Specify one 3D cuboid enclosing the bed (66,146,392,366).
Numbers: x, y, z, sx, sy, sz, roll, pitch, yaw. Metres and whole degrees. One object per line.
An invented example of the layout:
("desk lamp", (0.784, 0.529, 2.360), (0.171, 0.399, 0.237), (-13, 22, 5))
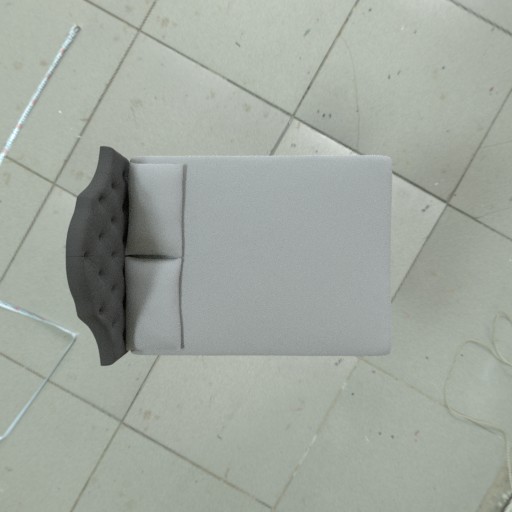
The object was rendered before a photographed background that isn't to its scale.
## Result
("bed", (0.000, 0.000, 3.293), (2.155, 1.575, 1.636), (0, 90, 1))
